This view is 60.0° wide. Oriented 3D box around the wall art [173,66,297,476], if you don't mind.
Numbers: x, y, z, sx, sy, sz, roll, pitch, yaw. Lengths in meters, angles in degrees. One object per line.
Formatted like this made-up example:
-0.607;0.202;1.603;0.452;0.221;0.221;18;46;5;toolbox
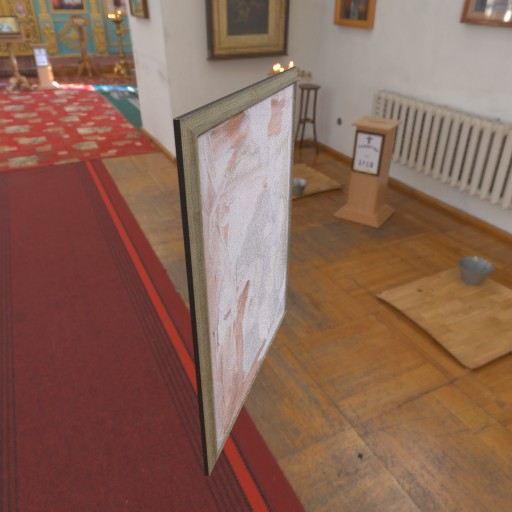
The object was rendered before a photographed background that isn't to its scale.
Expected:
0.000;0.000;0.908;0.018;0.660;0.559;9;31;16;wall art
